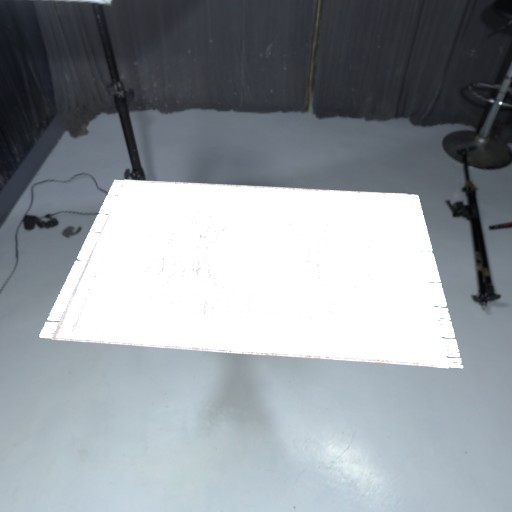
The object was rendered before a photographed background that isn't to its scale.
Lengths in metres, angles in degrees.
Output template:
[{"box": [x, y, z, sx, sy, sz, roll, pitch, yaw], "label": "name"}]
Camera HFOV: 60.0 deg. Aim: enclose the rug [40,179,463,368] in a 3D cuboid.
[{"box": [0.000, 0.000, 3.050, 2.440, 0.010, 1.528, 3, 47, 3], "label": "rug"}]
